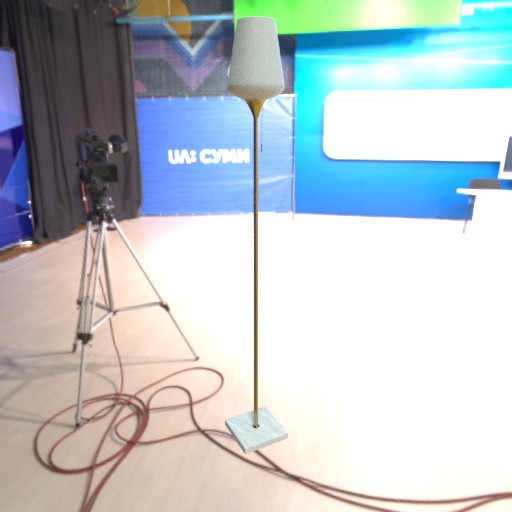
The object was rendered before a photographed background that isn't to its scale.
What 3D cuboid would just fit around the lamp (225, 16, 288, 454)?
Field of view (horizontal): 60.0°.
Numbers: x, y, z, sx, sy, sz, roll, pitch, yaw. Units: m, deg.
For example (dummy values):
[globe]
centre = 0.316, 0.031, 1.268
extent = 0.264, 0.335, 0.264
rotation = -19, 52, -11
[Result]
[lamp]
centre = 0.000, 0.000, 1.900
extent = 0.232, 1.813, 0.229
rotation = -9, 20, -26
